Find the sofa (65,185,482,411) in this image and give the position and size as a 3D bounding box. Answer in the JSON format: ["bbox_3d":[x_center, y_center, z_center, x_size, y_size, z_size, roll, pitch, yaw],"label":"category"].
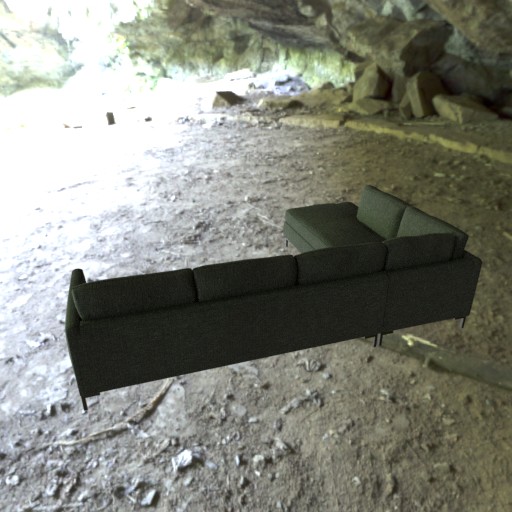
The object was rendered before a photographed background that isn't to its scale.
[{"bbox_3d":[0.000,0.000,3.811,2.949,0.815,2.007,-8,27,-16],"label":"sofa"}]
